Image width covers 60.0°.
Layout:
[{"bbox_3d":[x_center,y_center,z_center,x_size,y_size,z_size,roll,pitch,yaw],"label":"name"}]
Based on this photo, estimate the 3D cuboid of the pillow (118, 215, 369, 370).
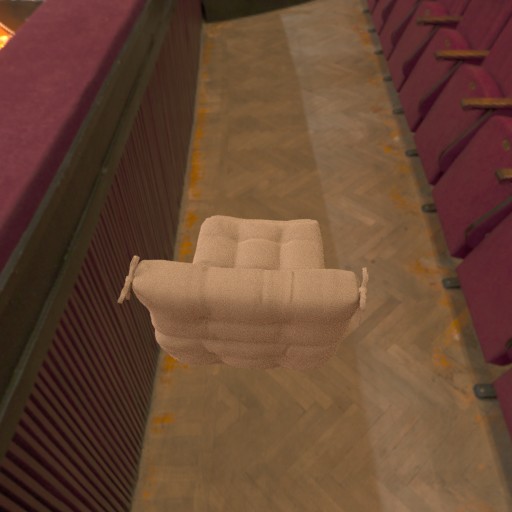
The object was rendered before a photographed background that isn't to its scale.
[{"bbox_3d":[0.000,0.000,1.503,0.526,0.863,1.016,3,47,3],"label":"pillow"}]
